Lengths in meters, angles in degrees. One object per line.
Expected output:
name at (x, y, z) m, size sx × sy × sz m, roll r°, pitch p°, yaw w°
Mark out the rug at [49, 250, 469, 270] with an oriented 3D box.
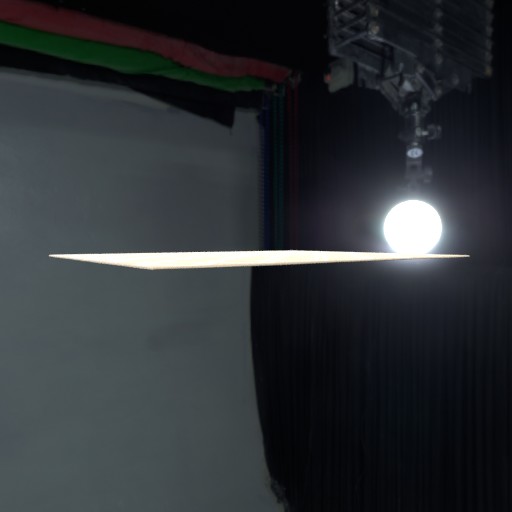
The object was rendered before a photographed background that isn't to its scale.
rug at (0.000, 0.000, 3.879) m, size 2.895 × 0.018 × 2.288 m, roll -1°, pitch 2°, yaw -36°
